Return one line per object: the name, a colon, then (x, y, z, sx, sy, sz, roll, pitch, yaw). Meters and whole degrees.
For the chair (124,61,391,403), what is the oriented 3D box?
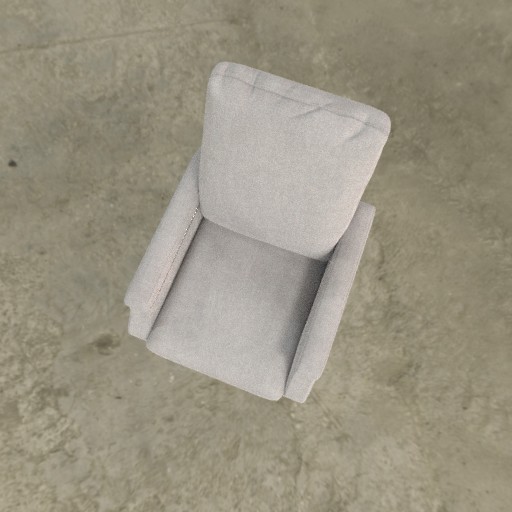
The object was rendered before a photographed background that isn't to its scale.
chair: (0.000, 0.000, 1.644, 0.710, 1.049, 0.922, 20, 75, 6)
